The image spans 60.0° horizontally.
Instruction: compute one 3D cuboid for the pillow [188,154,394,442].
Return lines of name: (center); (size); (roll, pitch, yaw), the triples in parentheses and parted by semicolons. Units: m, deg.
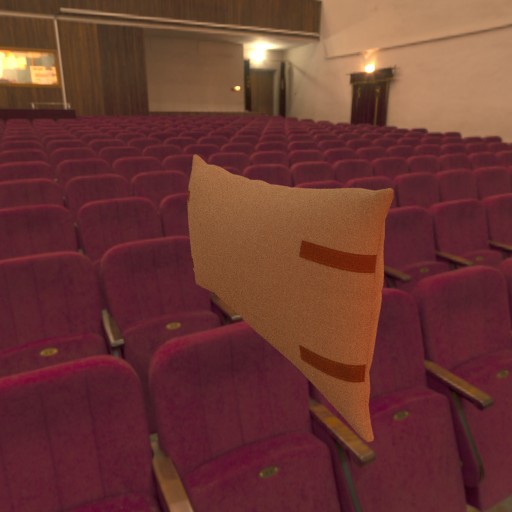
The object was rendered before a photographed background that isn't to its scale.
pillow: (0.000, 0.000, 0.750); (0.148, 0.308, 0.612); (-9, 19, -26)
